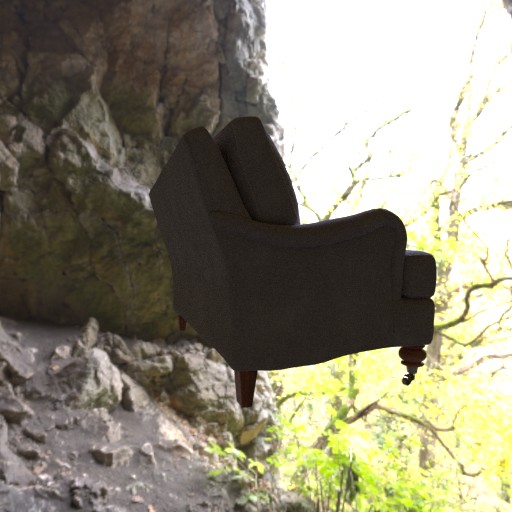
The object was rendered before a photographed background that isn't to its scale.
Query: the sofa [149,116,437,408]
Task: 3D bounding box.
[{"bbox_3d":[0.000,0.000,2.554,1.084,1.101,1.853,0,1,-18],"label":"sofa"}]
